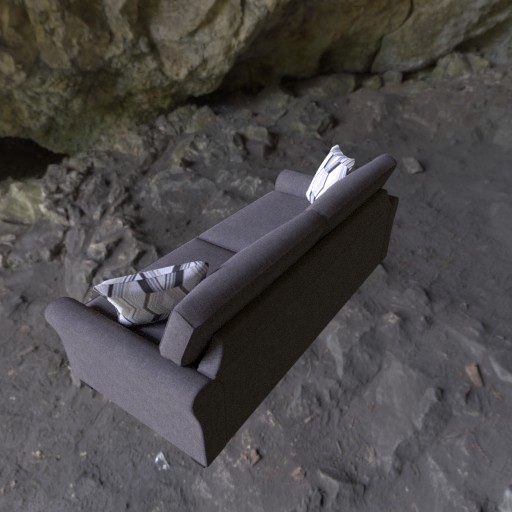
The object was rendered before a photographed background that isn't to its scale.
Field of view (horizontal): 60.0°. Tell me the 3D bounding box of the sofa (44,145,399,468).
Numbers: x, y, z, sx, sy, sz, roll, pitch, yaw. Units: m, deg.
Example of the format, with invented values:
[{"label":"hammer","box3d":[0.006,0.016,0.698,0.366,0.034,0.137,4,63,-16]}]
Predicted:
[{"label":"sofa","box3d":[0.000,0.000,2.469,0.889,0.813,2.032,20,37,29]}]
